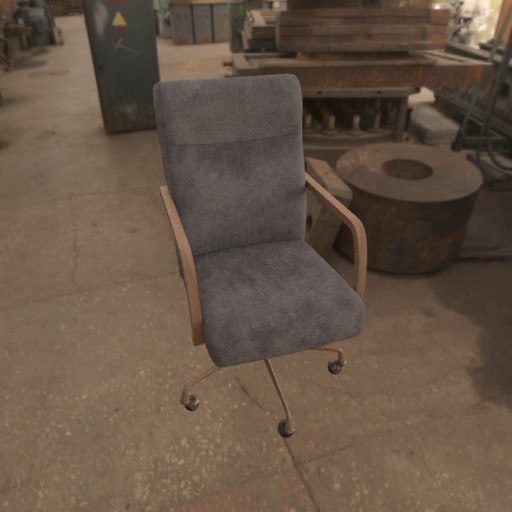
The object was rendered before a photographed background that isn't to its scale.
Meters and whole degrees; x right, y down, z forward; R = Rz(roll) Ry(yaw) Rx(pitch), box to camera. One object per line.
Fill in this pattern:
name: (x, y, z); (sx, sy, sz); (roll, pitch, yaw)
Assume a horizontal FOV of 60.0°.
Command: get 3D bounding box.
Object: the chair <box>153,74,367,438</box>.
chair: (0.000, 0.000, 1.488); (0.640, 1.029, 0.741); (-10, 33, -15)
